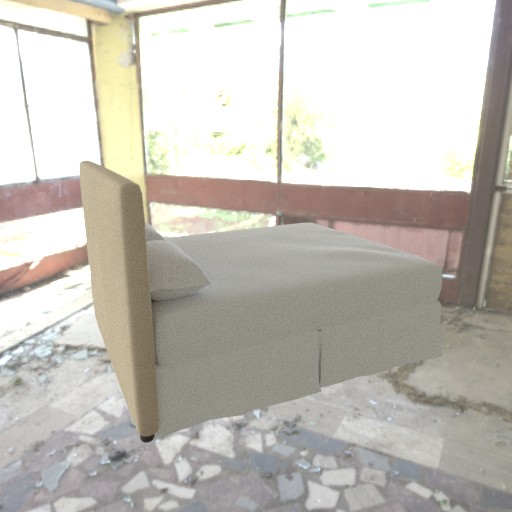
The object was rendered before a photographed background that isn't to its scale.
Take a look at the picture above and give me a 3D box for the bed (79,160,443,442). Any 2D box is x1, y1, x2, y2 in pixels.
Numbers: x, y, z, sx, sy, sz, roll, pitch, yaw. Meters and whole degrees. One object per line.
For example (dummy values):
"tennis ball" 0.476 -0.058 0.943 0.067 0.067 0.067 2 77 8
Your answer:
"bed" 0.000 0.000 3.191 2.142 1.330 1.723 -8 18 -25
